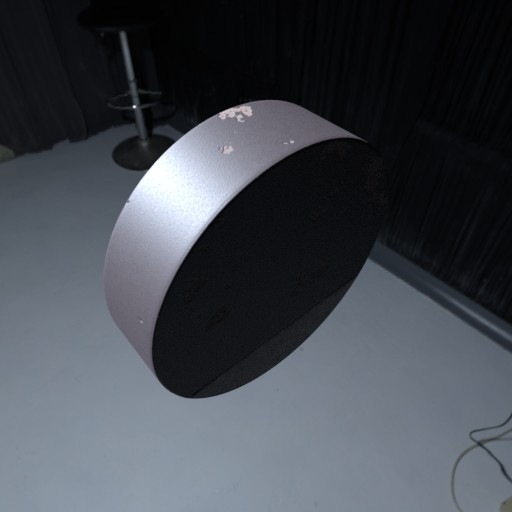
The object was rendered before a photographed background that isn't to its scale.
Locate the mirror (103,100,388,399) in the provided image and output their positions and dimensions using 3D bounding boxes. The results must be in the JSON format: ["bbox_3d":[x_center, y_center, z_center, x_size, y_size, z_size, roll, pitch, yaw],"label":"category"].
[{"bbox_3d":[0.000,0.000,0.591,0.386,0.386,0.126,-31,54,-27],"label":"mirror"}]
